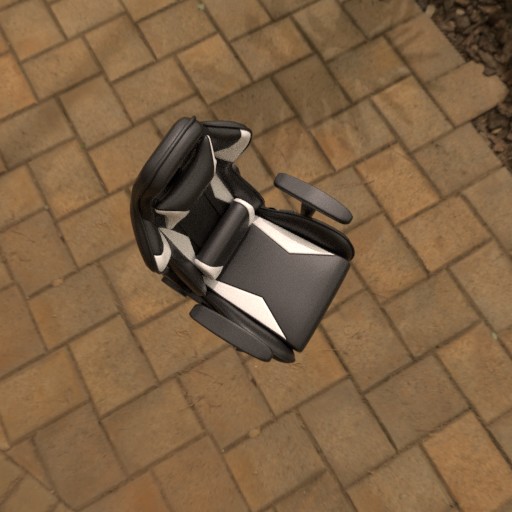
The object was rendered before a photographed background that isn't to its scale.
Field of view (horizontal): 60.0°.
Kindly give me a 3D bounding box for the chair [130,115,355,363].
[{"bbox_3d":[0.000,0.000,1.749,0.695,1.285,0.730,30,78,7],"label":"chair"}]
